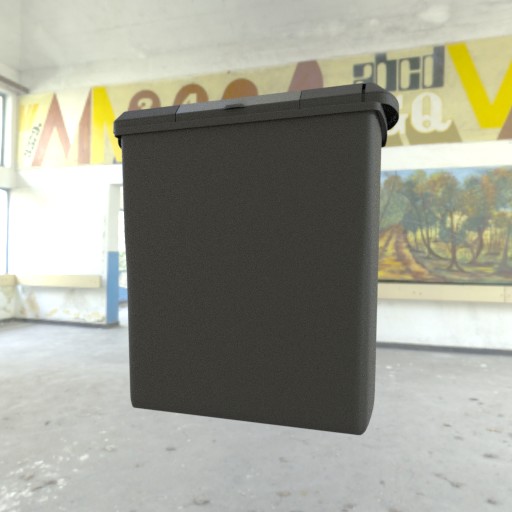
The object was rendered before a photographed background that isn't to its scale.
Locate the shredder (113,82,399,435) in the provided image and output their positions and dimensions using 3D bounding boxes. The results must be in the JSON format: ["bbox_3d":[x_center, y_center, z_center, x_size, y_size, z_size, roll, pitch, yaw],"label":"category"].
[{"bbox_3d":[0.000,0.000,0.520,0.320,0.335,0.170,0,0,18],"label":"shredder"}]
